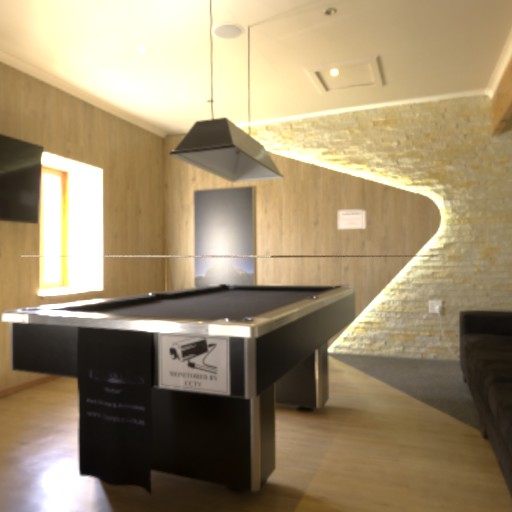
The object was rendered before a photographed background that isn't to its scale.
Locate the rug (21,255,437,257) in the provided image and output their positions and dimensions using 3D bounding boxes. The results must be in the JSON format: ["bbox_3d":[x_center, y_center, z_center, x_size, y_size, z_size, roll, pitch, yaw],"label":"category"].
[{"bbox_3d":[0.000,0.000,4.081,2.451,0.011,3.072,0,0,36],"label":"rug"}]
